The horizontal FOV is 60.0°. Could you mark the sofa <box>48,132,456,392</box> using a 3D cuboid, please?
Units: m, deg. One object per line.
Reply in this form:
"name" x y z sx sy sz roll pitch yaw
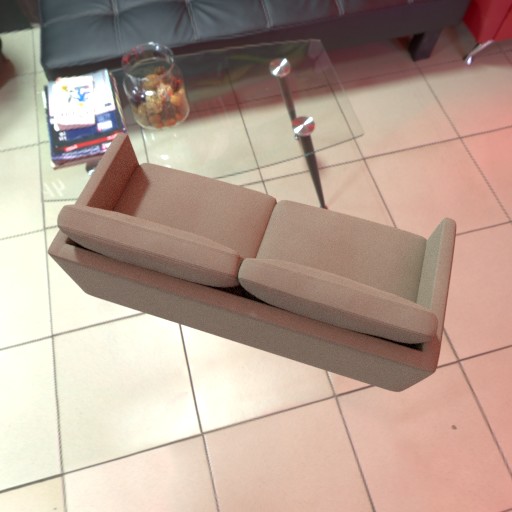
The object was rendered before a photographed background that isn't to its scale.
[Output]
"sofa" 0.000 0.000 2.735 2.181 0.932 0.948 16 65 8
